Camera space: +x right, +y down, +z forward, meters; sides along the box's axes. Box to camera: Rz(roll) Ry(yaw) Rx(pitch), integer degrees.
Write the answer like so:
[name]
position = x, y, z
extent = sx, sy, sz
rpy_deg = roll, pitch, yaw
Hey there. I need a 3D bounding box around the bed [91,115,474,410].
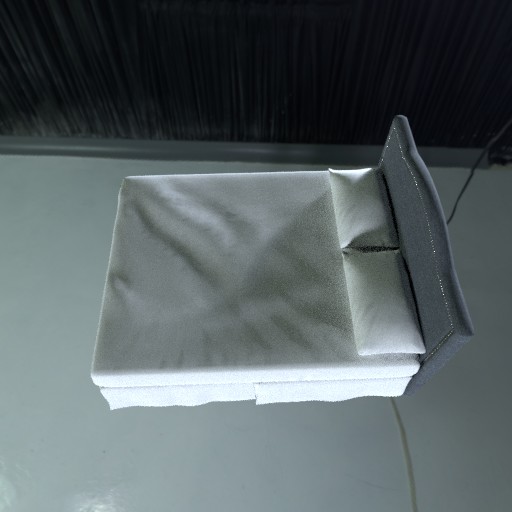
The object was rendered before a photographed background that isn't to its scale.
[bed]
position = 0.000, 0.000, 3.822
extent = 2.689, 1.457, 2.161
rpy_deg = -2, 58, -1
